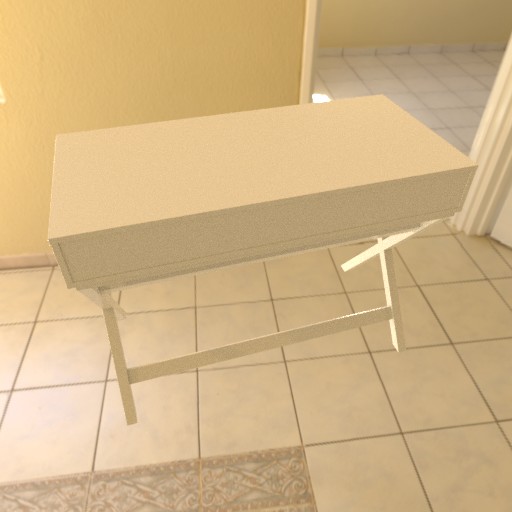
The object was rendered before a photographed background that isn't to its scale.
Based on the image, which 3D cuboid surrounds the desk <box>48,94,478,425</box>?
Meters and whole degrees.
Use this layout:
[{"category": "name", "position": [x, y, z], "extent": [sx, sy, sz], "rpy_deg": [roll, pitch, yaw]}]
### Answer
[{"category": "desk", "position": [0.000, 0.000, 1.474], "extent": [1.059, 0.780, 0.509], "rpy_deg": [-11, 42, -12]}]
